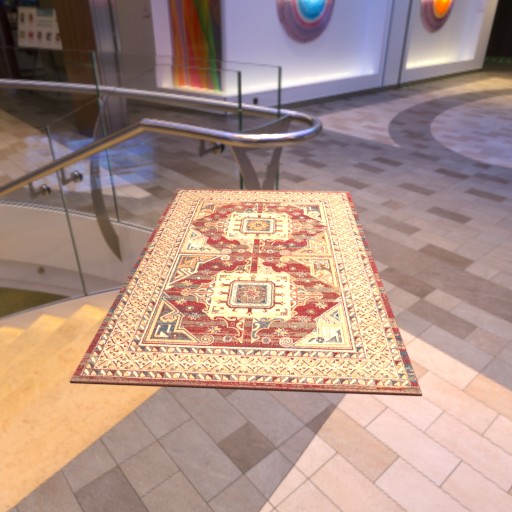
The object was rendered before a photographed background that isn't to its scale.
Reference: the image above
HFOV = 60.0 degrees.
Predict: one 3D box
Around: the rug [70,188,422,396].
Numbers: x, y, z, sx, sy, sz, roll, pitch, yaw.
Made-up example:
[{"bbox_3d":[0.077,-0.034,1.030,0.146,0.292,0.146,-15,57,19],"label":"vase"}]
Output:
[{"bbox_3d":[0.000,0.000,5.784,3.033,0.033,4.578,1,30,2],"label":"rug"}]
